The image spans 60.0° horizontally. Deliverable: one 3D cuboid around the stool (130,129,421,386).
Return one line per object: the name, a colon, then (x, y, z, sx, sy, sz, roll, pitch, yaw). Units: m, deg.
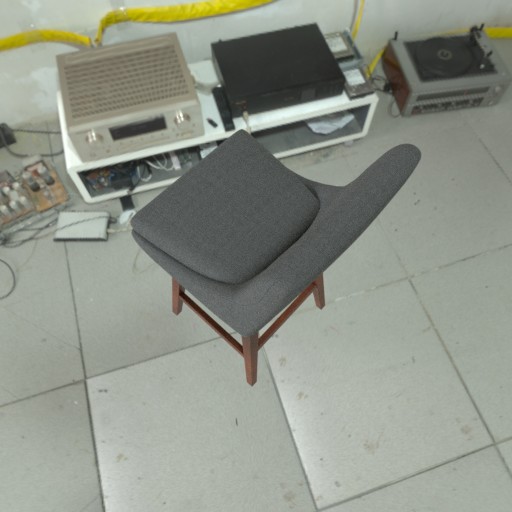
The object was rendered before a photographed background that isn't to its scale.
stool: (0.000, 0.000, 1.267, 0.524, 0.977, 0.447, 39, 70, 18)
